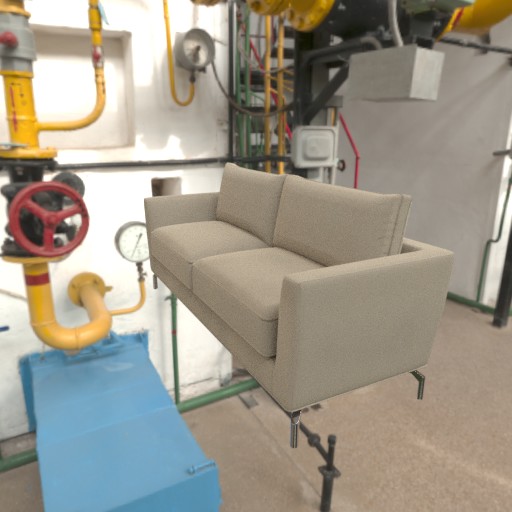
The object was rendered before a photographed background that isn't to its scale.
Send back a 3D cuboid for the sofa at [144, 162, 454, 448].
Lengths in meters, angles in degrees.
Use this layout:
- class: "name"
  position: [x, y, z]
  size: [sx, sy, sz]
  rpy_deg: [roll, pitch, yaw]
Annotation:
- class: "sofa"
  position: [0.000, 0.000, 2.777]
  size: [0.868, 1.005, 2.214]
  rpy_deg: [-8, 18, -27]
